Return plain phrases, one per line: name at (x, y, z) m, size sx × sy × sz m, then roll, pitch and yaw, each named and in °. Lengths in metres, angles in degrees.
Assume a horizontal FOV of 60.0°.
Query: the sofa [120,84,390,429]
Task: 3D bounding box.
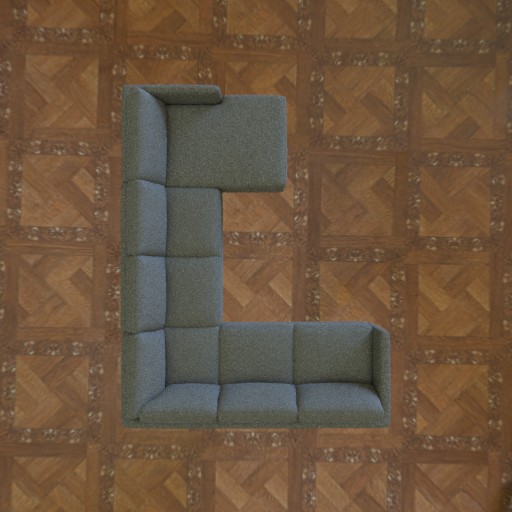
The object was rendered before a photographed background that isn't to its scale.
sofa at (0.000, 0.000, 4.407) m, size 2.551 × 0.853 × 3.238 m, roll 0°, pitch 89°, yaw 0°
